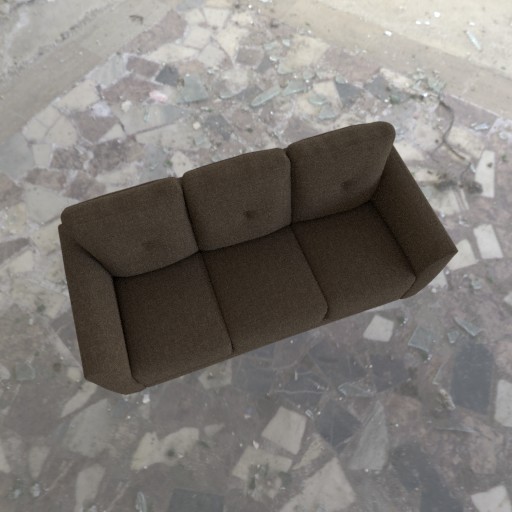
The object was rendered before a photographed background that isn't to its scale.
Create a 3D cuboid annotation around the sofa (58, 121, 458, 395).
[{"bbox_3d":[0.000,0.000,2.361,1.847,0.891,0.837,-18,65,-9],"label":"sofa"}]
